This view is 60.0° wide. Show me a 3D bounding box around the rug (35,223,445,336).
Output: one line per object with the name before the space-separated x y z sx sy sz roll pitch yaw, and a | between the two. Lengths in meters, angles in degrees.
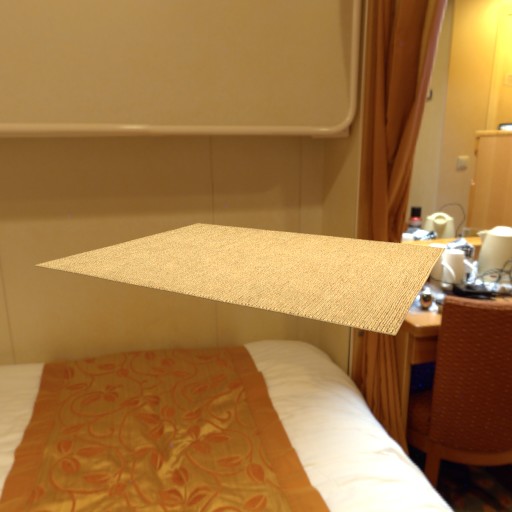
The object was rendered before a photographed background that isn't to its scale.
rug | 0.000 0.000 4.141 3.034 0.012 2.406 7 16 28
